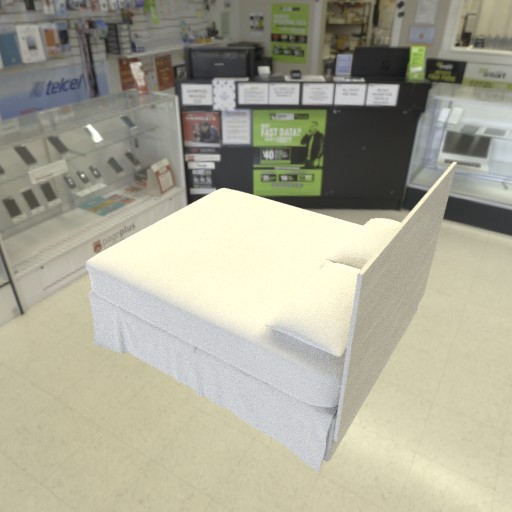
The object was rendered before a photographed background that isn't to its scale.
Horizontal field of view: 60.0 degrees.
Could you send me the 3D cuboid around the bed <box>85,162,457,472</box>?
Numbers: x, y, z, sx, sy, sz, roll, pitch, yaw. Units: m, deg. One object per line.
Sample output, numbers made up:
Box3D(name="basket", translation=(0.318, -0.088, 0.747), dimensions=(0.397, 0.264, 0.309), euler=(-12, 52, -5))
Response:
Box3D(name="bed", translation=(0.000, 0.000, 3.212), dimensions=(2.094, 1.335, 1.745), euler=(20, 37, 28))
